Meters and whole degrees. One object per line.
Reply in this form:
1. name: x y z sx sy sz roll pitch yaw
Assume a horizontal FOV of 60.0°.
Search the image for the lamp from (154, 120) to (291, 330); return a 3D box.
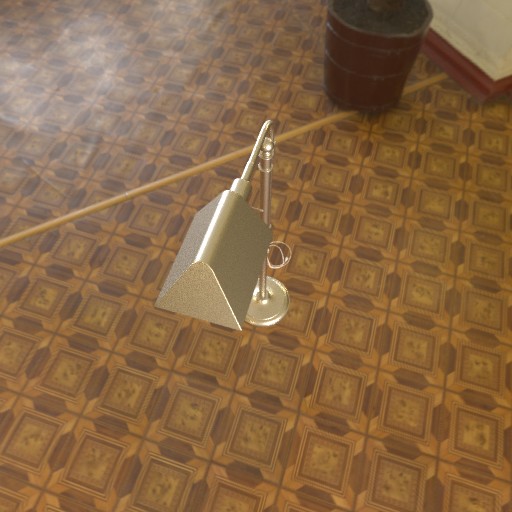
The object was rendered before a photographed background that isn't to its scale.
1. lamp: 0.000 0.000 0.947 0.159 0.708 0.546 15 60 9
